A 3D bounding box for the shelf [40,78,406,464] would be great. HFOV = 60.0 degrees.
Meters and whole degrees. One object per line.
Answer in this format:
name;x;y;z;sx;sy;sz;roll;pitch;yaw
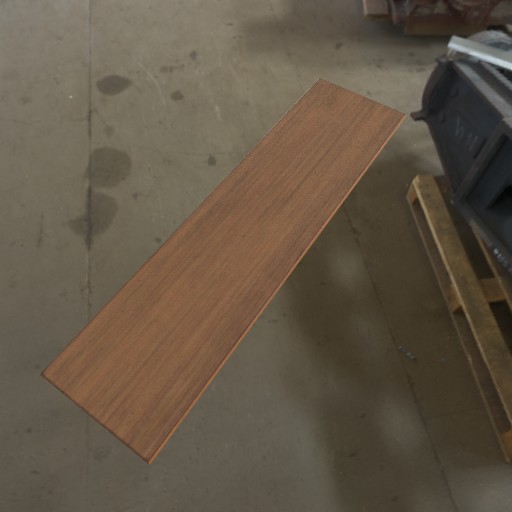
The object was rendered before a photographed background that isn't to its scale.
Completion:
shelf;0.000;0.000;0.700;0.166;0.190;0.636;30;63;17
